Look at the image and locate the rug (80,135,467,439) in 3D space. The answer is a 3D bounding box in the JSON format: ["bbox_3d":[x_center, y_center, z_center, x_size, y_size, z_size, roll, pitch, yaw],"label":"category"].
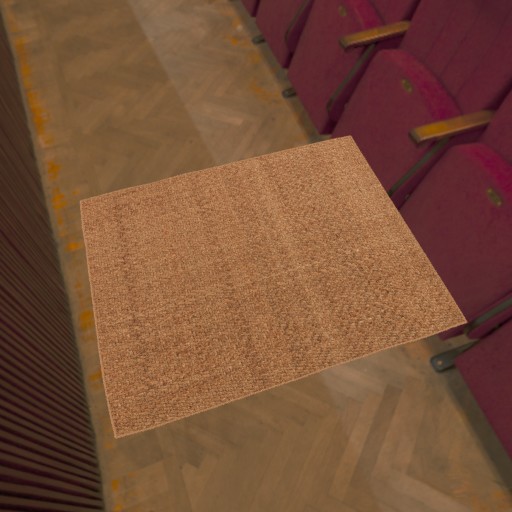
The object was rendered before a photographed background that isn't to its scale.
[{"bbox_3d":[0.000,0.000,4.156,3.048,0.013,2.439,-15,59,-10],"label":"rug"}]
